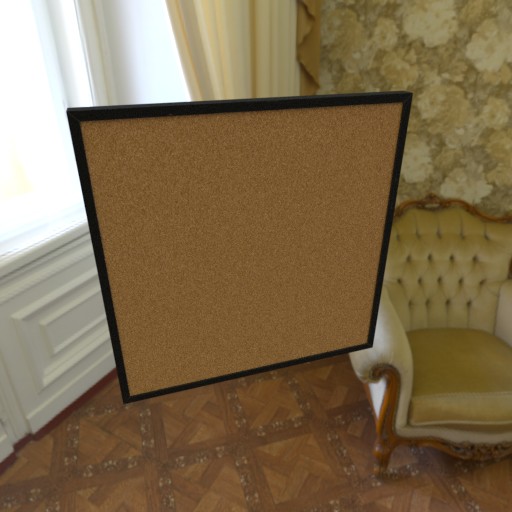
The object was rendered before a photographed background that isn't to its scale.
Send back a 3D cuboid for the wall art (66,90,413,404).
[{"bbox_3d":[0.000,0.000,1.130,0.761,0.761,0.037,-9,29,-16],"label":"wall art"}]
